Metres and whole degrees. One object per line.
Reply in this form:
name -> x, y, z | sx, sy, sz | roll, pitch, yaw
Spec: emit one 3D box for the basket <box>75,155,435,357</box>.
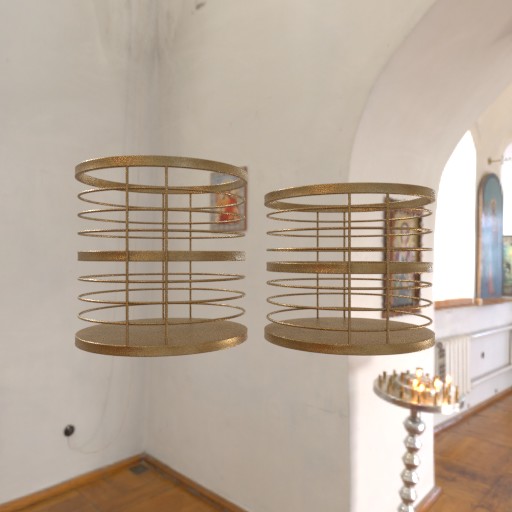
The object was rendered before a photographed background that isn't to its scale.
basket -> 0.000, 0.000, 0.952 | 0.746, 0.351, 0.356 | 0, 0, -1
